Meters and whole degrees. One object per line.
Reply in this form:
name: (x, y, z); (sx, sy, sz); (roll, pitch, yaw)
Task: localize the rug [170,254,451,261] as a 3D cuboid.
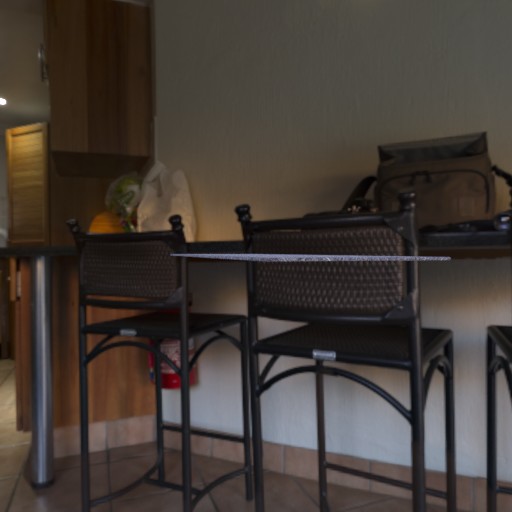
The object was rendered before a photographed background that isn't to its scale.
rug: (0.000, 0.000, 2.523); (0.691, 0.011, 2.296); (0, 1, -18)
